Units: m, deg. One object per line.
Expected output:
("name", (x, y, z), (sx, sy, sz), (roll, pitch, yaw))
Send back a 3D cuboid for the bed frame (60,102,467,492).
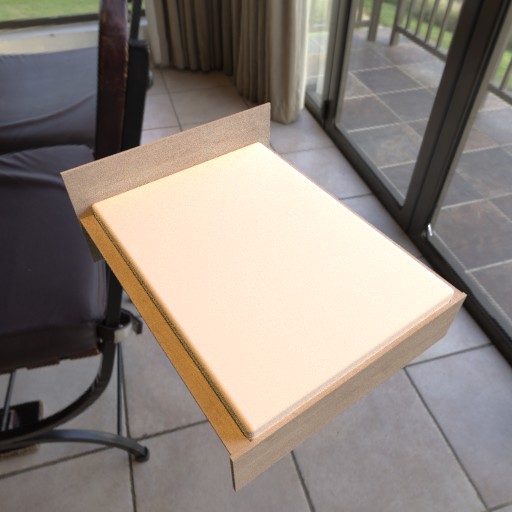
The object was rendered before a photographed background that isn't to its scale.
("bed frame", (0.000, 0.000, 2.826), (1.622, 0.800, 1.960), (-27, 51, -24))
